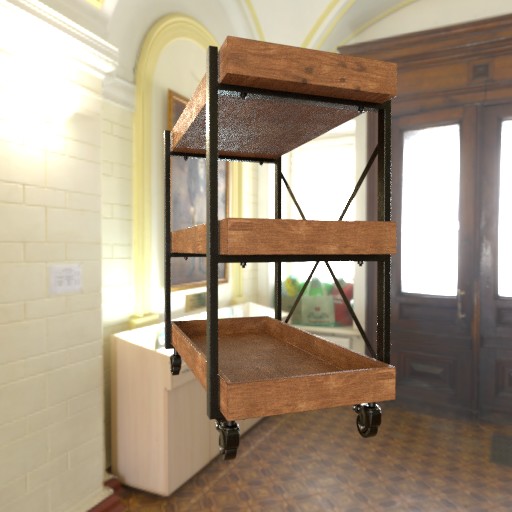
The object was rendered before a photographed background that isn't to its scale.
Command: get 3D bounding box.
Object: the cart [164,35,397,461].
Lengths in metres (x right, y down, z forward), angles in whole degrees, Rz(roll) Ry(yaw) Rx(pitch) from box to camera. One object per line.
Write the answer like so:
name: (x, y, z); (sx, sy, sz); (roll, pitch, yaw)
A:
cart: (0.000, 0.000, 1.209); (0.411, 0.800, 0.750); (0, 1, -19)
